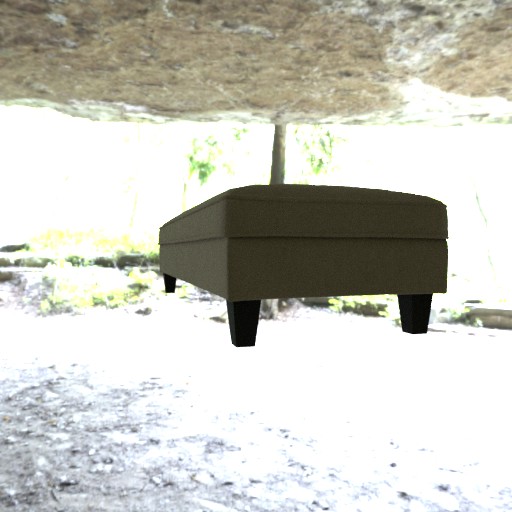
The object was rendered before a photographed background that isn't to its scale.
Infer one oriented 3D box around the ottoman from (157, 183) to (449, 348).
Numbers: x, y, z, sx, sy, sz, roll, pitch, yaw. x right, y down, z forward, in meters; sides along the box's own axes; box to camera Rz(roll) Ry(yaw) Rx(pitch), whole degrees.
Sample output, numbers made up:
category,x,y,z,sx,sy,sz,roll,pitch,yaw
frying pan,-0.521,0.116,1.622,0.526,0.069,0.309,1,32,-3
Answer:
category,x,y,z,sx,sy,sz,roll,pitch,yaw
ottoman,0.000,0.000,2.022,0.735,0.460,1.726,0,1,-18
